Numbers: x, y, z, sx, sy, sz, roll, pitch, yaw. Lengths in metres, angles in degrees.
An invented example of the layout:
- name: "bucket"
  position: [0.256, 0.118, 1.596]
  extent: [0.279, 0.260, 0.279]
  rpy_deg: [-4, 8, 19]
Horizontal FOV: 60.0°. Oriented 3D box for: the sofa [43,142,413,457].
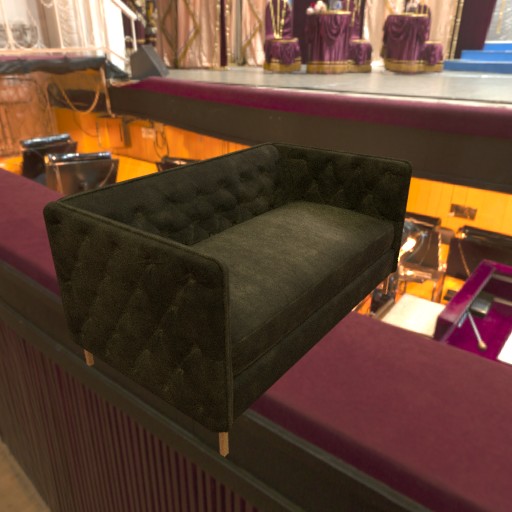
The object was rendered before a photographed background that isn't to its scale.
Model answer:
- name: "sofa"
  position: [0.000, 0.000, 2.105]
  extent: [0.895, 0.768, 1.537]
  rpy_deg: [18, 31, 33]
